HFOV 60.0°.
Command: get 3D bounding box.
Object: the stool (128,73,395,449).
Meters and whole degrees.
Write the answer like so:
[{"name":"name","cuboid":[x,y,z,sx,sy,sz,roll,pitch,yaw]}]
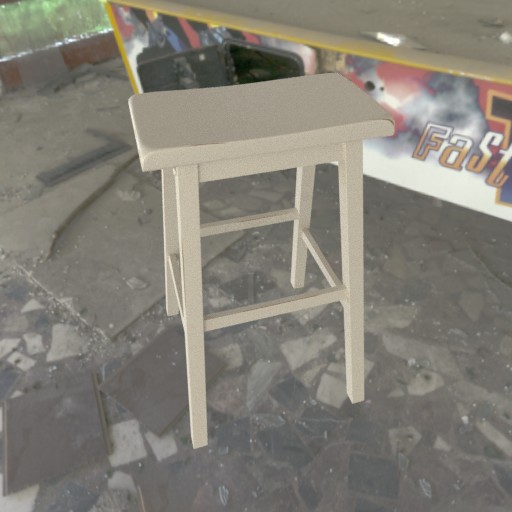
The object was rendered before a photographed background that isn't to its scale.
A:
[{"name":"stool","cuboid":[0.000,0.000,1.055,0.457,0.737,0.476,-11,42,-12]}]
